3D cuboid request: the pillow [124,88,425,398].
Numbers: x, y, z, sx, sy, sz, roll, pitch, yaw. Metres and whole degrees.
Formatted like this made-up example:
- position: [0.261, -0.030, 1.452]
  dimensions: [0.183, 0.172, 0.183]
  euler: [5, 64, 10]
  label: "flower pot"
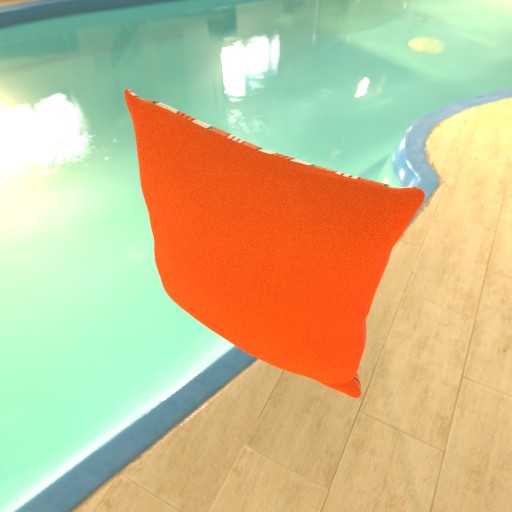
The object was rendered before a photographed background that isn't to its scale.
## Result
- position: [0.000, 0.000, 0.690]
  dimensions: [0.440, 0.441, 0.182]
  euler: [26, 52, 22]
  label: "pillow"
